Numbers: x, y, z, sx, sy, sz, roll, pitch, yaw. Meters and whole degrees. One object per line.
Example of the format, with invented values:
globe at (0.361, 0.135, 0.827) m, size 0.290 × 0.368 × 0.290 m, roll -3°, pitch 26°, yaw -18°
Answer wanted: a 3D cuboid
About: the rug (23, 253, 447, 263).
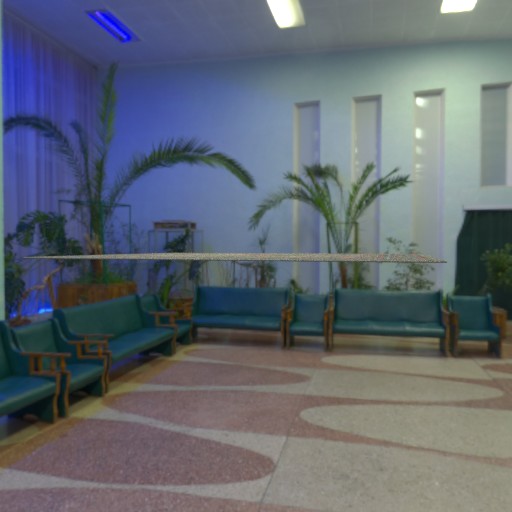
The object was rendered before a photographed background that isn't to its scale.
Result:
rug at (0.000, 0.000, 4.152) m, size 3.057 × 0.013 × 2.434 m, roll 0°, pitch 1°, yaw 17°
